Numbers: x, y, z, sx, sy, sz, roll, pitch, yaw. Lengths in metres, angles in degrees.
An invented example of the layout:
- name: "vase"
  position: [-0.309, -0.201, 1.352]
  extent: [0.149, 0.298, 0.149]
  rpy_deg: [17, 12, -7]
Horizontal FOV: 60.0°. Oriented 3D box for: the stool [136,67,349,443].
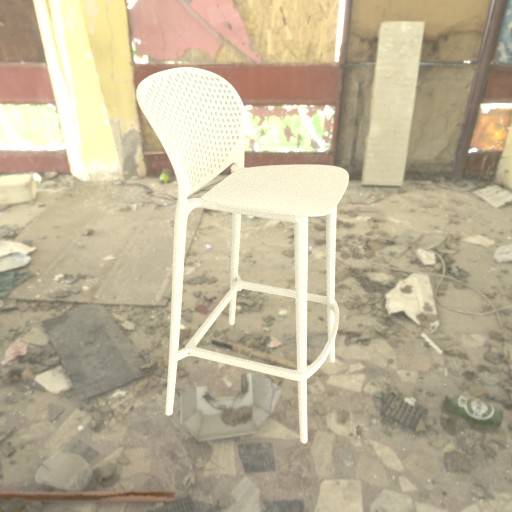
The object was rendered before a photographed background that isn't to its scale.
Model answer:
- name: "stool"
  position: [0.000, 0.000, 1.371]
  extent: [0.535, 1.045, 0.536]
  rpy_deg: [11, 32, 19]
